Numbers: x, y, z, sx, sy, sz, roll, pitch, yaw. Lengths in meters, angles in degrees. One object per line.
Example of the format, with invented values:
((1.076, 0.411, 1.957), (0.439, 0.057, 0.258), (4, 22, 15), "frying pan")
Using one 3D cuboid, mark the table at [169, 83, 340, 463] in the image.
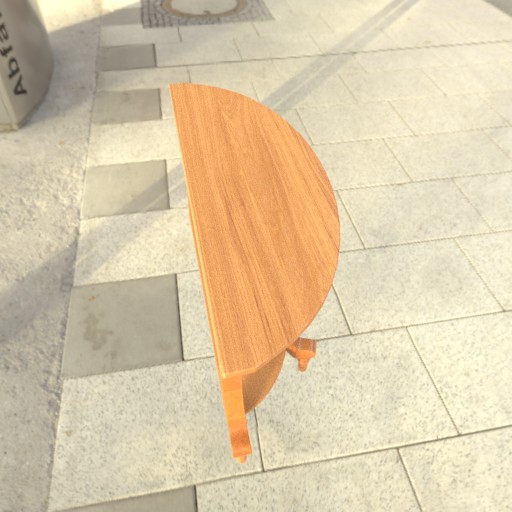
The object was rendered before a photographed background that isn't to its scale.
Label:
((0.000, 0.000, 1.515), (0.394, 0.692, 1.198), (-9, 48, -8), "table")
